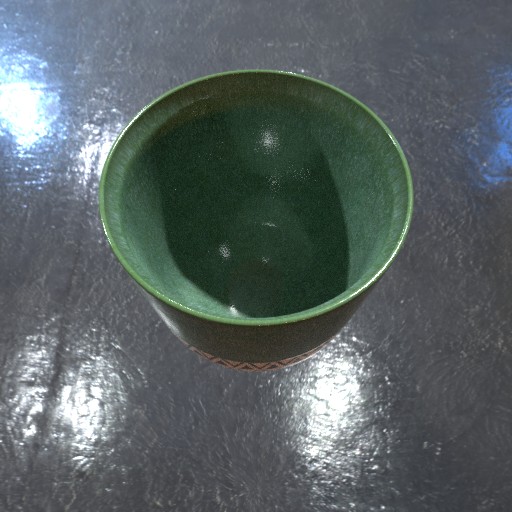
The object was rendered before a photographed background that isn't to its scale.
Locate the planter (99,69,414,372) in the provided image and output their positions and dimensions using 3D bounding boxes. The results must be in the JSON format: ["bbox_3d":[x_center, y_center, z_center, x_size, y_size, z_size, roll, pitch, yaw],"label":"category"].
[{"bbox_3d":[0.000,0.000,0.371,0.195,0.214,0.195,0,62,0],"label":"planter"}]
